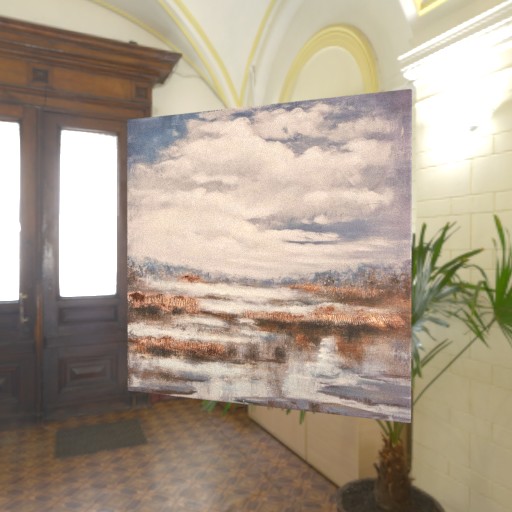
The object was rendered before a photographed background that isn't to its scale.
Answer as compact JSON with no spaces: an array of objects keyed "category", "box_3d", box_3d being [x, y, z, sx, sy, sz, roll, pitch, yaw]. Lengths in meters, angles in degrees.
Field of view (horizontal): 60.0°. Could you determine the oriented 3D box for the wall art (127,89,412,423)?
[{"category":"wall art","box_3d":[0.000,0.000,1.526,1.010,1.020,0.040,0,1,18]}]
